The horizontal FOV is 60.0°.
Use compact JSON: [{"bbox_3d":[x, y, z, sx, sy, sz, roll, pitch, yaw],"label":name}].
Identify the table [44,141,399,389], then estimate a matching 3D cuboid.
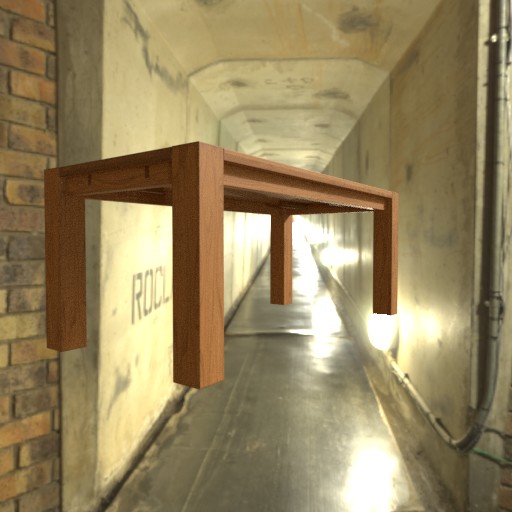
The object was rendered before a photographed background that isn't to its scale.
[{"bbox_3d":[0.000,0.000,2.341,0.900,0.760,1.800,1,2,36],"label":"table"}]
